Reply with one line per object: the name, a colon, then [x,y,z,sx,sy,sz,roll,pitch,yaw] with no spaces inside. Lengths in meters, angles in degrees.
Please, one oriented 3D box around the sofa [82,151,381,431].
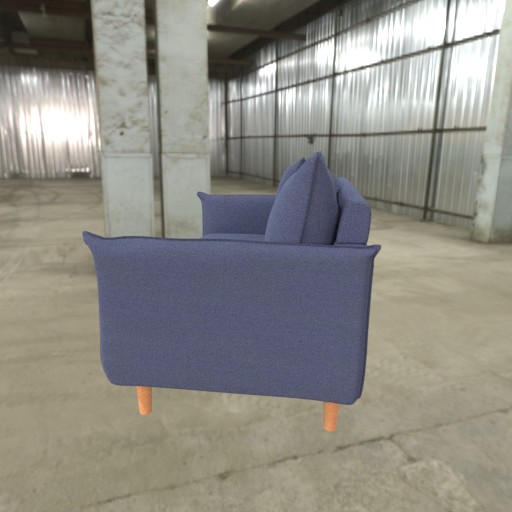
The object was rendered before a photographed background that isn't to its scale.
sofa: [0.000,0.000,1.820,0.820,0.840,1.300,2,14,8]
